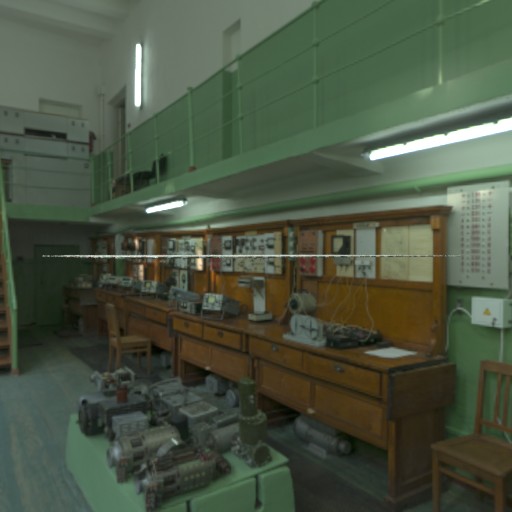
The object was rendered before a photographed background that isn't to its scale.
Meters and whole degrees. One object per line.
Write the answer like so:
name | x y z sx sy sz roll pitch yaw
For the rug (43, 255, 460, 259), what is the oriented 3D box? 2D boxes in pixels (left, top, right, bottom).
rug | 0.000 0.000 2.304 1.829 0.008 1.219 0 0 -36
